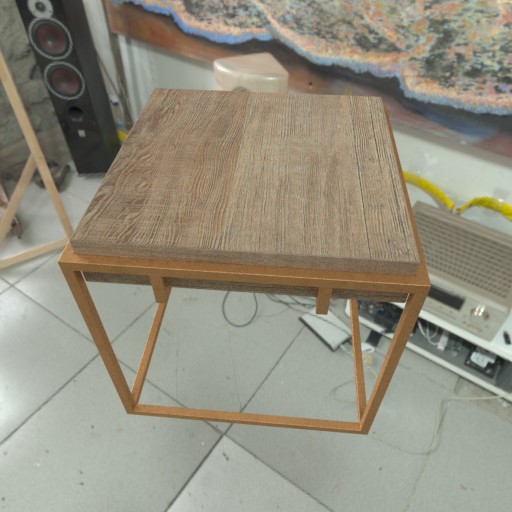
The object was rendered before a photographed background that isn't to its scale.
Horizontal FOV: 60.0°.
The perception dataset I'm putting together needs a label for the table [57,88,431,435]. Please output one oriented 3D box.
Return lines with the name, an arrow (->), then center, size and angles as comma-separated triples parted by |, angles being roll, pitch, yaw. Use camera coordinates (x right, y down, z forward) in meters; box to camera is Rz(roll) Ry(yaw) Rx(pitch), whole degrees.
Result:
table -> 0.000, 0.000, 1.102 | 0.599, 0.584, 0.599 | 4, 45, 4
